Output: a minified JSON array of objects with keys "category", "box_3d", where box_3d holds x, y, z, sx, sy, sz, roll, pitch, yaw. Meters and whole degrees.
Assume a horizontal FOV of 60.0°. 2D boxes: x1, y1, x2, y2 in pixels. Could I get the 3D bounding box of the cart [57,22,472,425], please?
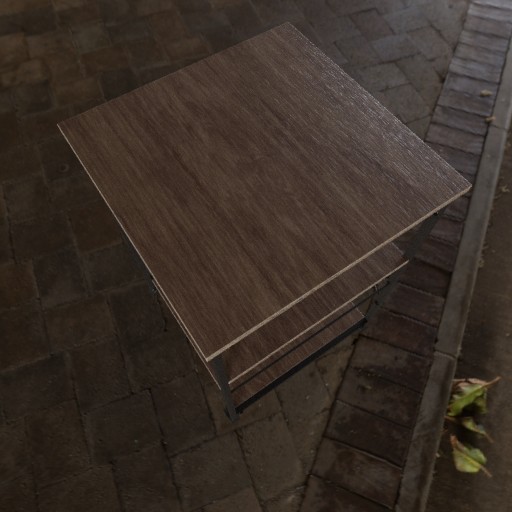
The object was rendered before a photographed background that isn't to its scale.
[{"category":"cart","box_3d":[0.000,0.000,1.109,0.520,0.762,0.521,-31,66,-15]}]
